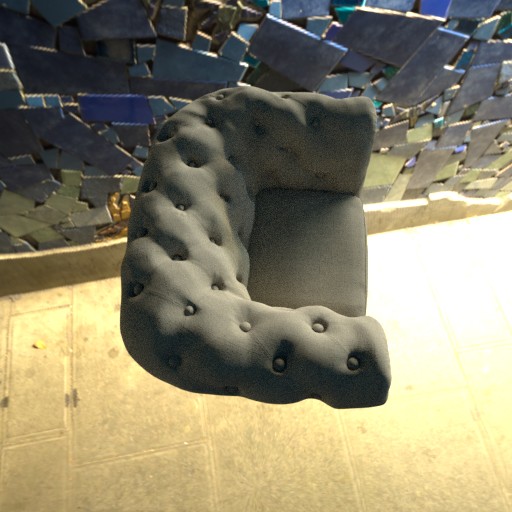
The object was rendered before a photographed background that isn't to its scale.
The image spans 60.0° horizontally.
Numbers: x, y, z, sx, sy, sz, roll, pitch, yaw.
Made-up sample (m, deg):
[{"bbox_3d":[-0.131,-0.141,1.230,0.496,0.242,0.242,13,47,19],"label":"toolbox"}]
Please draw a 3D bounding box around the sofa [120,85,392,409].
[{"bbox_3d":[0.000,0.000,2.063,1.034,0.878,1.405,4,62,2],"label":"sofa"}]
